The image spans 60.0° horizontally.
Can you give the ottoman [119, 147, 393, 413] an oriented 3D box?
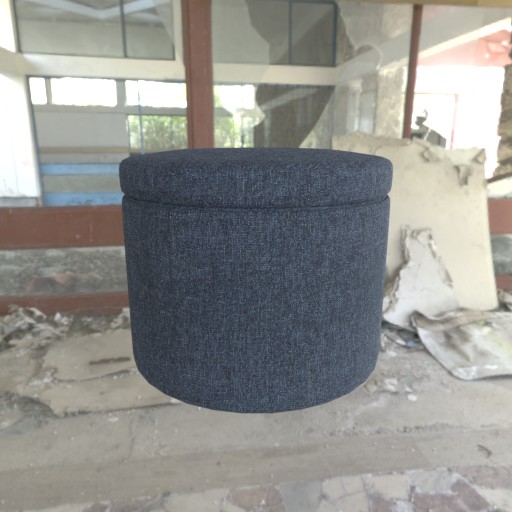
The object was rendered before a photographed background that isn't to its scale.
[{"bbox_3d":[0.000,0.000,0.888,0.500,0.419,0.500,0,15,0],"label":"ottoman"}]
